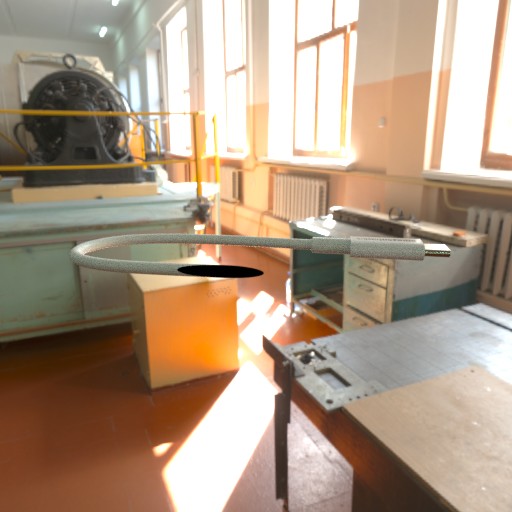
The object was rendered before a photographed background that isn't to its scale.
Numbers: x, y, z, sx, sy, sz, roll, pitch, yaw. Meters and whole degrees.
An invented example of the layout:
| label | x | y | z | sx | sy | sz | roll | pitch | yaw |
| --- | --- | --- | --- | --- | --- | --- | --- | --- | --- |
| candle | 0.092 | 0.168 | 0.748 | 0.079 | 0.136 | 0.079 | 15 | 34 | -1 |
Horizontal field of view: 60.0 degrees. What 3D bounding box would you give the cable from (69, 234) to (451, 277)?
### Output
| label | x | y | z | sx | sy | sz | roll | pitch | yaw |
| --- | --- | --- | --- | --- | --- | --- | --- | --- | --- |
| cable | 0.000 | 0.000 | 0.113 | 0.098 | 0.005 | 0.041 | 3 | 15 | 10 |
